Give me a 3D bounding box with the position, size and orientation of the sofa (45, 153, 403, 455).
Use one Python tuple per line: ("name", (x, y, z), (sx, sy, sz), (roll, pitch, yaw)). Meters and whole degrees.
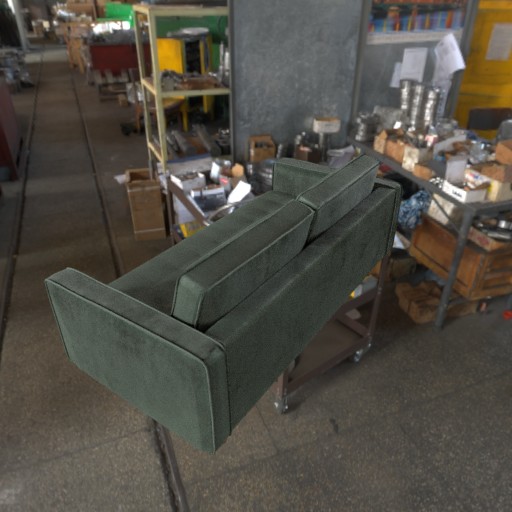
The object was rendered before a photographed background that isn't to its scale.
("sofa", (0.000, 0.000, 2.292), (0.886, 0.781, 1.816), (20, 37, 29))
